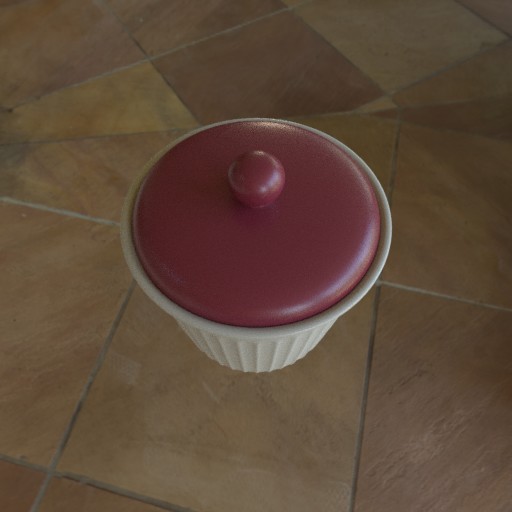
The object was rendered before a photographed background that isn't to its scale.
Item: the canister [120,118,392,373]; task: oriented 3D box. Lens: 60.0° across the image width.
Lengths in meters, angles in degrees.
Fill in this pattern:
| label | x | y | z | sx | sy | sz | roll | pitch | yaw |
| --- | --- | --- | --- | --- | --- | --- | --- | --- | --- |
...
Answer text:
| label | x | y | z | sx | sy | sz | roll | pitch | yaw |
| --- | --- | --- | --- | --- | --- | --- | --- | --- | --- |
| canister | 0.000 | 0.000 | 0.348 | 0.181 | 0.211 | 0.181 | 0 | 59 | 0 |
